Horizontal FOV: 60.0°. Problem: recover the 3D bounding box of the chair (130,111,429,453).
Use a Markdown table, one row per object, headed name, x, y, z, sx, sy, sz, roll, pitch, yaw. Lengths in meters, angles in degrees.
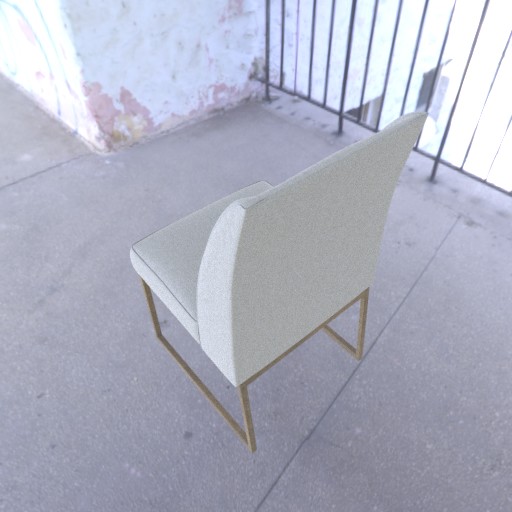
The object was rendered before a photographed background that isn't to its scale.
| name | x | y | z | sx | sy | sz | roll | pitch | yaw |
| --- | --- | --- | --- | --- | --- | --- | --- | --- | --- |
| chair | 0.000 | 0.000 | 1.189 | 0.508 | 0.863 | 0.522 | -31 | 52 | -27 |
